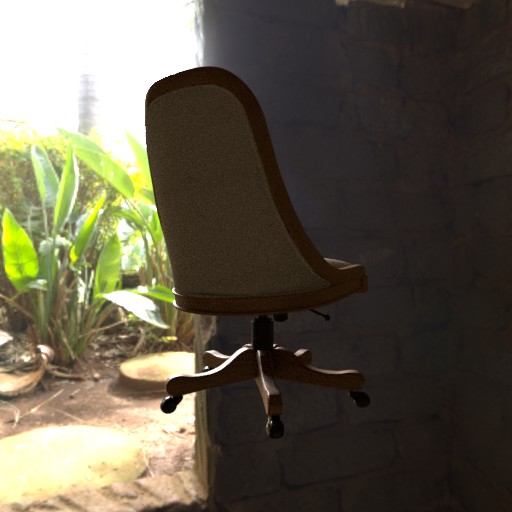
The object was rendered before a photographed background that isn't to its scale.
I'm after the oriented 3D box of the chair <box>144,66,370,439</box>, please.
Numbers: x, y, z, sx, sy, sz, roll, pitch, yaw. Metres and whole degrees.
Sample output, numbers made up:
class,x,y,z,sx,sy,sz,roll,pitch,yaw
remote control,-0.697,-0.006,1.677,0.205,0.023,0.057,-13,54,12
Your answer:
class,x,y,z,sx,sy,sz,roll,pitch,yaw
chair,0.000,0.000,1.537,0.702,1.009,0.811,0,0,34
